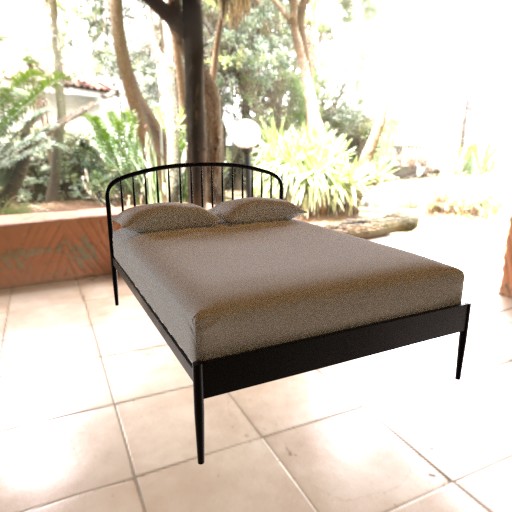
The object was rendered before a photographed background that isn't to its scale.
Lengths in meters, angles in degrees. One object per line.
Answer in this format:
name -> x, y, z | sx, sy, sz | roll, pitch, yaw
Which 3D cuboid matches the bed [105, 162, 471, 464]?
bed -> 0.000, 0.000, 3.015 | 1.618, 1.166, 2.159 | -7, 16, -25
